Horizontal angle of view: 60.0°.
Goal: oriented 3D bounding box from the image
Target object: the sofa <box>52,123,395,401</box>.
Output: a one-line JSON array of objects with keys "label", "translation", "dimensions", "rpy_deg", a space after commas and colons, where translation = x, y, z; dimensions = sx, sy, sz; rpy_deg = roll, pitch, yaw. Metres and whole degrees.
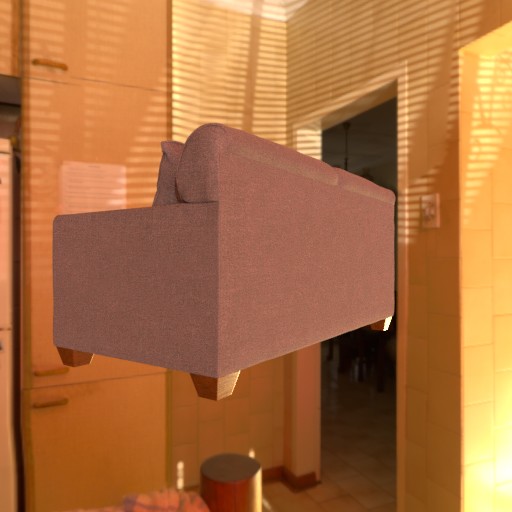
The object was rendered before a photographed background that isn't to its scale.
[{"label": "sofa", "translation": [0.000, 0.000, 2.435], "dimensions": [1.000, 0.958, 1.846], "rpy_deg": [0, 0, 34]}]
